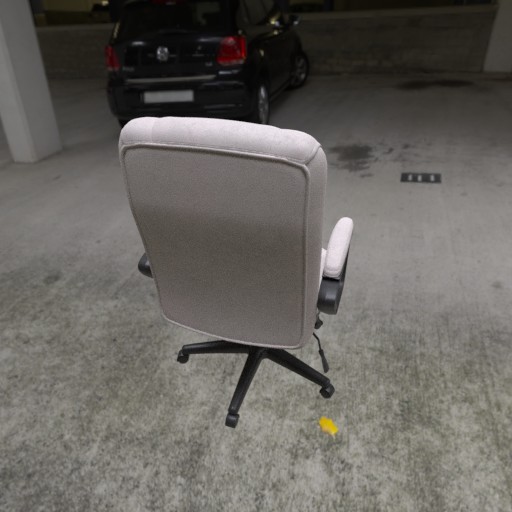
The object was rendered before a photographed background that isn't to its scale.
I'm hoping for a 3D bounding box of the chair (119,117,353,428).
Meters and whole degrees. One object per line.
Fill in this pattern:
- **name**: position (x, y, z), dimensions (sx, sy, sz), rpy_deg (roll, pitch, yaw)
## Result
- **chair**: position (0.000, 0.000, 1.555), dimensions (0.667, 1.105, 0.724), rpy_deg (10, 33, 15)
